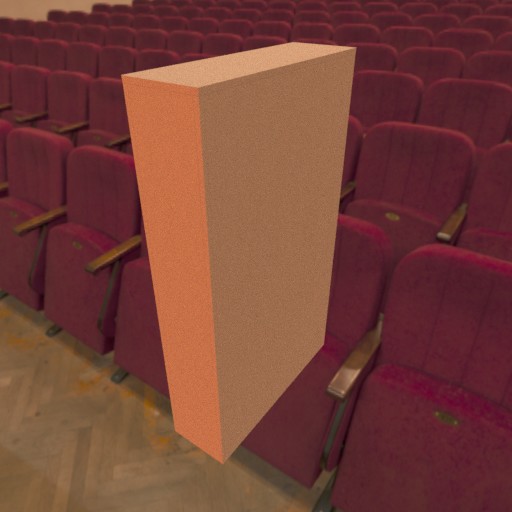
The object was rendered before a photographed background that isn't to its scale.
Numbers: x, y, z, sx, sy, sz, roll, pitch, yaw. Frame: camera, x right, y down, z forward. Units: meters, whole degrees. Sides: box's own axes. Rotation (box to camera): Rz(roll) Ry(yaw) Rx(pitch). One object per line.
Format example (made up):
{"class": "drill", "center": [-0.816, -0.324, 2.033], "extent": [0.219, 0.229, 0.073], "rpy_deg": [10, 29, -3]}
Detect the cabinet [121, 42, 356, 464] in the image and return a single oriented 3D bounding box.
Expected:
{"class": "cabinet", "center": [0.000, 0.000, 1.558], "extent": [0.250, 1.280, 0.750], "rpy_deg": [21, 38, 30]}
